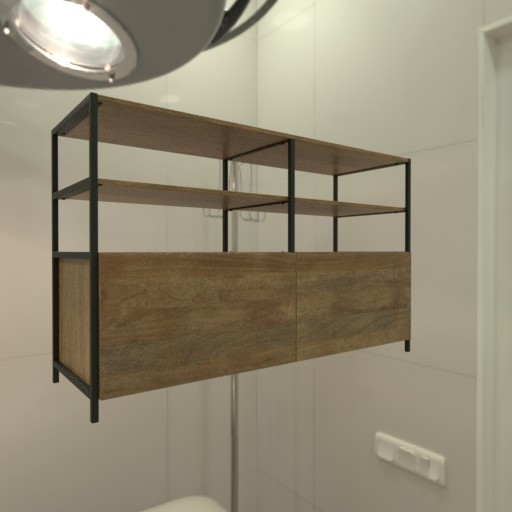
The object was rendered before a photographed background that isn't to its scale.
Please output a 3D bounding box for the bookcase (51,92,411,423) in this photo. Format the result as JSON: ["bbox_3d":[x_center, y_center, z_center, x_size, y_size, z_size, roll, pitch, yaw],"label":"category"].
[{"bbox_3d":[0.000,0.000,1.439,1.149,0.712,0.391,0,1,-37],"label":"bookcase"}]
